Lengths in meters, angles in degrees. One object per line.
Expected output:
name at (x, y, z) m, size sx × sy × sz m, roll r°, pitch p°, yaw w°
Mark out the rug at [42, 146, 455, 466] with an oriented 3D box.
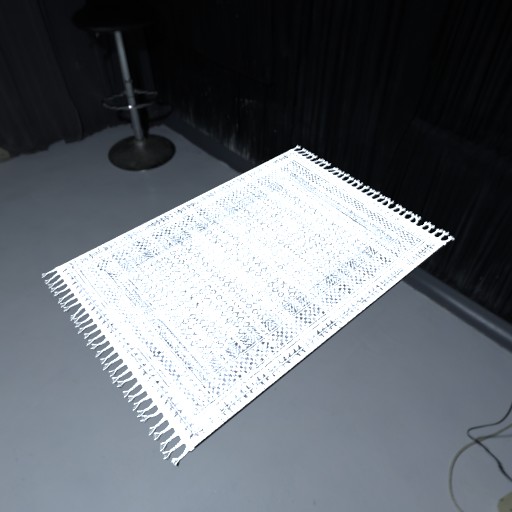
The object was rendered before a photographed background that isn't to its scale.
rug at (0.000, 0.000, 2.355) m, size 1.872 × 0.013 × 1.243 m, roll -32°, pitch 54°, yaw -27°
